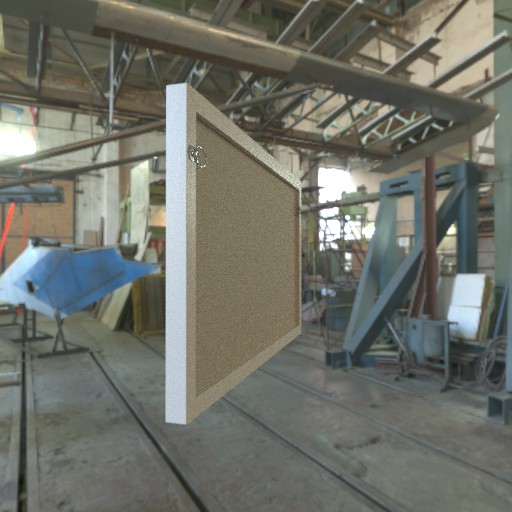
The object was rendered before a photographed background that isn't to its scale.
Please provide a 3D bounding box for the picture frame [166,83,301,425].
[{"bbox_3d":[0.000,0.000,0.803,0.044,0.379,0.647,0,-1,17],"label":"picture frame"}]
